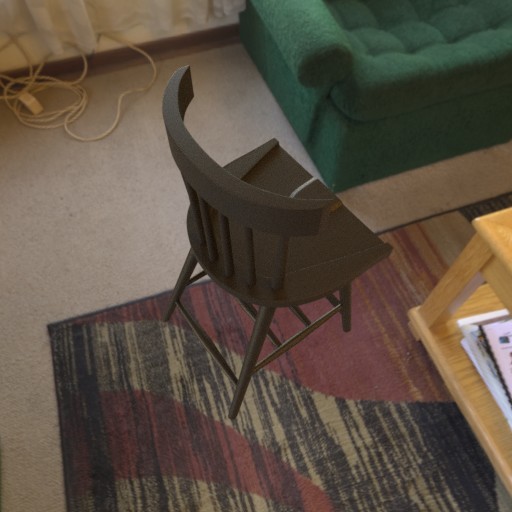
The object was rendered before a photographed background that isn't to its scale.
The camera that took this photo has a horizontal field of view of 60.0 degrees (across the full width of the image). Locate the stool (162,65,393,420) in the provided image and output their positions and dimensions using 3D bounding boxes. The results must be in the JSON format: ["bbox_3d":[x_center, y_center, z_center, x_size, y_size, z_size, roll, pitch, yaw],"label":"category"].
[{"bbox_3d":[0.000,0.000,1.244,0.549,0.953,0.494,-32,63,-18],"label":"stool"}]
